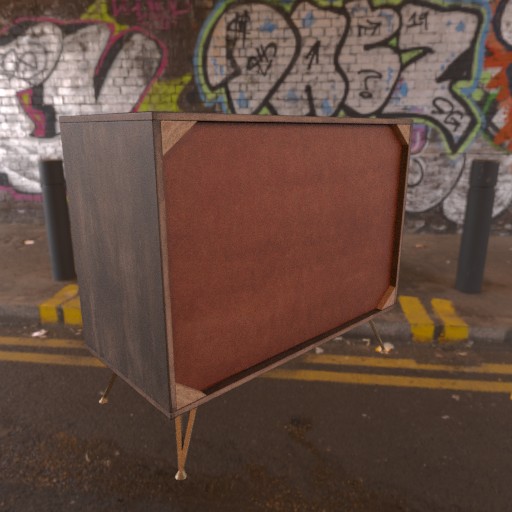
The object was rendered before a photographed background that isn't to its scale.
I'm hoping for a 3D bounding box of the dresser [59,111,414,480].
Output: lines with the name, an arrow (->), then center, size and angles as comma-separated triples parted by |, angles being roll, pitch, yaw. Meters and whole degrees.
dresser -> 0.000, 0.000, 1.349 | 0.923, 0.801, 0.453 | -14, 21, -41
